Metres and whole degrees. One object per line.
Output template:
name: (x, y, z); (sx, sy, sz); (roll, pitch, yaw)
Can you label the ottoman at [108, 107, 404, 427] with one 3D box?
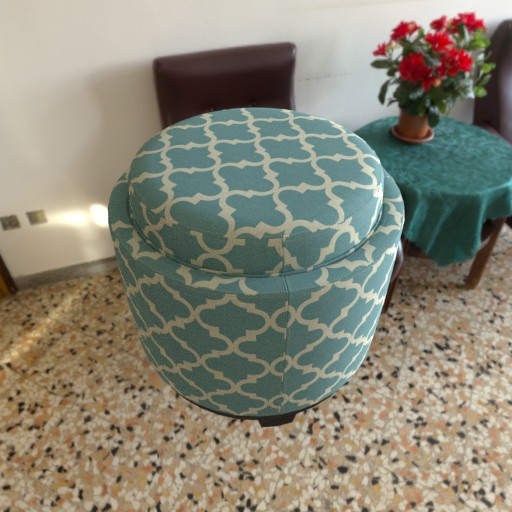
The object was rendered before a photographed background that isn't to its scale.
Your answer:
ottoman: (0.000, 0.000, 0.819); (0.480, 0.429, 0.480); (0, 42, 0)
